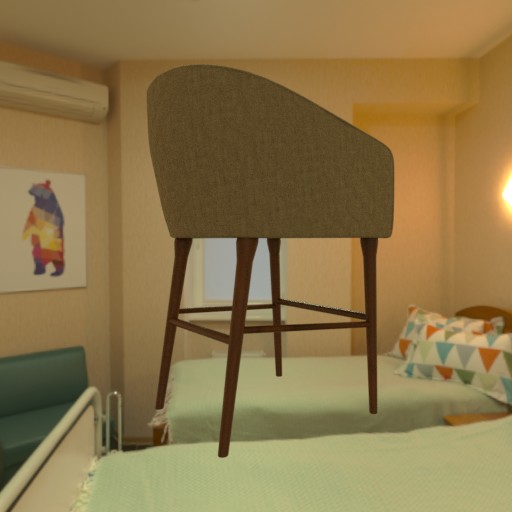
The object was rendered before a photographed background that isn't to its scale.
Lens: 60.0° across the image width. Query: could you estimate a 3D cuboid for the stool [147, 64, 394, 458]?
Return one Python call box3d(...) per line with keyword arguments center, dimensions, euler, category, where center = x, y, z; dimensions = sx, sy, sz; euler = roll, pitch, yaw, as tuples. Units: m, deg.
box3d(center=(0.000, 0.000, 1.350), dimensions=(0.635, 0.952, 0.559), euler=(-2, 3, -36), category="stool")
